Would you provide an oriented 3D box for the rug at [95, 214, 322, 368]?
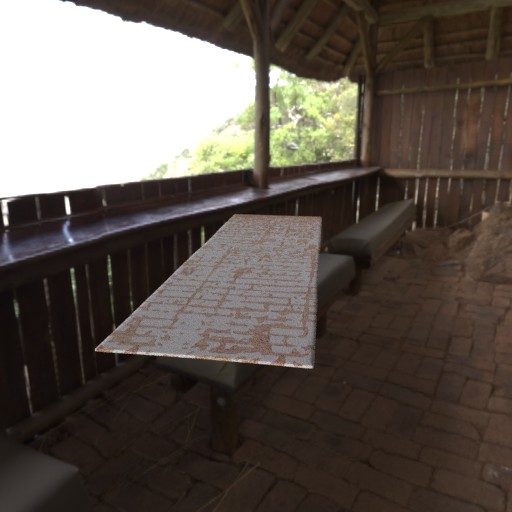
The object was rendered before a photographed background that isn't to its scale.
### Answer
[{"bbox_3d":[0.000,0.000,2.626,0.750,0.011,2.435,3,17,8],"label":"rug"}]
